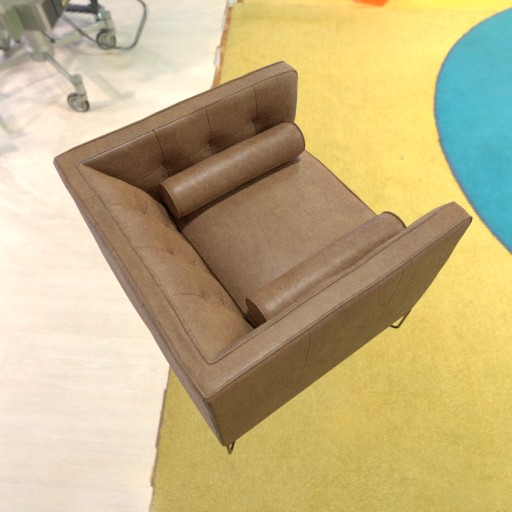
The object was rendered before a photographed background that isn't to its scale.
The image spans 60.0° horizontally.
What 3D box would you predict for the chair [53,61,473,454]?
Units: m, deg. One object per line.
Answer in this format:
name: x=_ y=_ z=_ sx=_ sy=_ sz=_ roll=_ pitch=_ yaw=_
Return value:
chair: x=0.000 y=0.000 z=1.615 sx=0.912 sy=0.797 sz=0.920 roll=-31 pitch=63 yaw=-18
